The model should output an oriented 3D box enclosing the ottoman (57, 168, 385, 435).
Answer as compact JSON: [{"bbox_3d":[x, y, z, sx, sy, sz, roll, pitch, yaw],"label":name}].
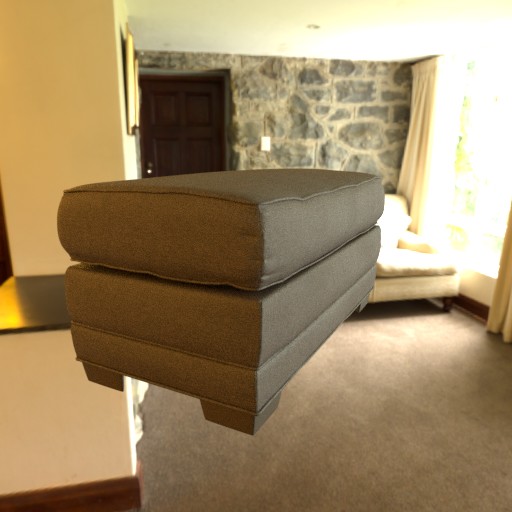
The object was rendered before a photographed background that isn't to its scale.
[{"bbox_3d":[0.000,0.000,1.177,0.490,0.448,0.864,7,15,27],"label":"ottoman"}]
